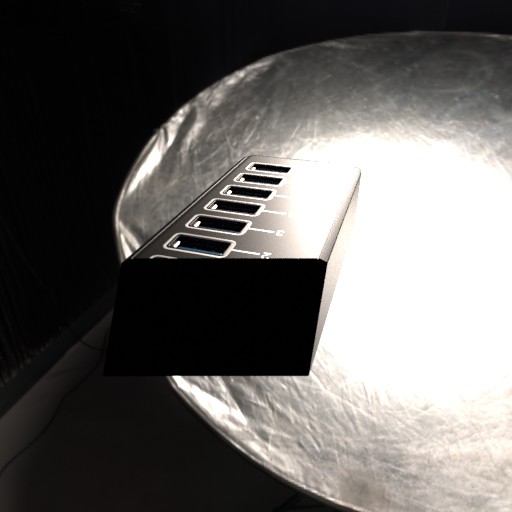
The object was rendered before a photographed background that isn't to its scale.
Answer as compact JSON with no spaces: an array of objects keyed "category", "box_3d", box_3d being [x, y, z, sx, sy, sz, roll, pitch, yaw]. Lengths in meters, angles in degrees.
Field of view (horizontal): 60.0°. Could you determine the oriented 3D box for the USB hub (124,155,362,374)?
[{"category":"USB hub","box_3d":[0.000,0.000,0.124,0.044,0.023,0.110,9,31,16]}]
